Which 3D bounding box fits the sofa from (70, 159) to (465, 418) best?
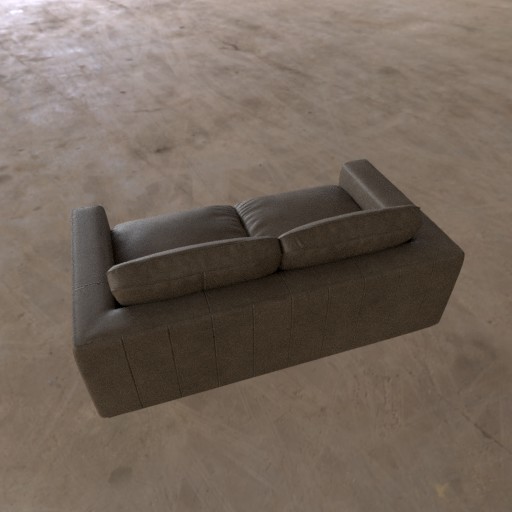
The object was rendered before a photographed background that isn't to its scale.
[{"bbox_3d":[0.000,0.000,2.491,1.920,0.800,1.070,-12,43,-14],"label":"sofa"}]
